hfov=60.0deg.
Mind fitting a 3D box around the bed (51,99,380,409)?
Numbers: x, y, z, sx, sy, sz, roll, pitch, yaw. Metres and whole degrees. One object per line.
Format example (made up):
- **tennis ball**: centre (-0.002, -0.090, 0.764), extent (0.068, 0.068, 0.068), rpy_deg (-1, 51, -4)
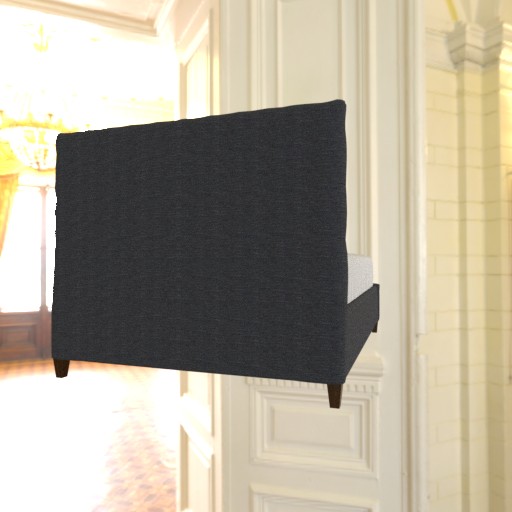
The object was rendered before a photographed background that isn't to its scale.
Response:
- **bed**: centre (0.000, 0.000, 3.399), extent (1.698, 1.427, 2.387), rpy_deg (0, -1, 19)
